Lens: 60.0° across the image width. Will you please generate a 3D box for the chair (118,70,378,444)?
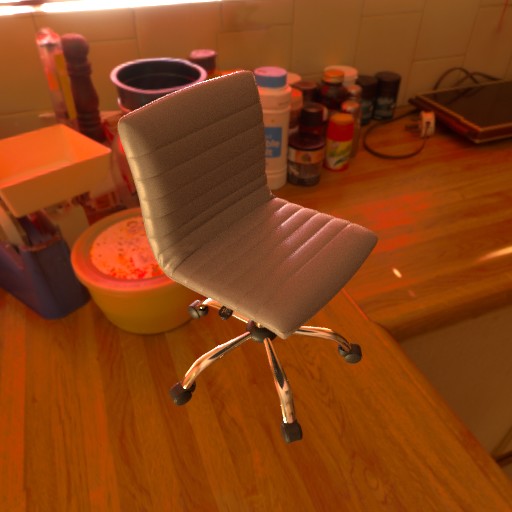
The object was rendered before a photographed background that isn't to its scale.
[{"bbox_3d":[0.000,0.000,1.104,0.542,0.750,0.569,27,46,29],"label":"chair"}]
